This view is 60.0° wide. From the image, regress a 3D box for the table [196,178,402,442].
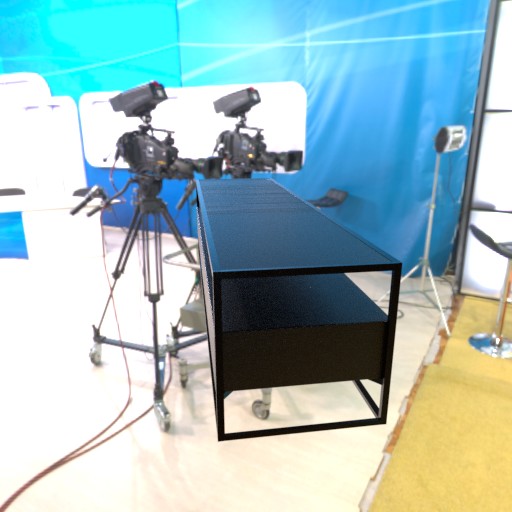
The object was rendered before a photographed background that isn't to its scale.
[{"bbox_3d":[0.000,0.000,1.652,0.399,0.395,1.486,-3,17,-8],"label":"table"}]
